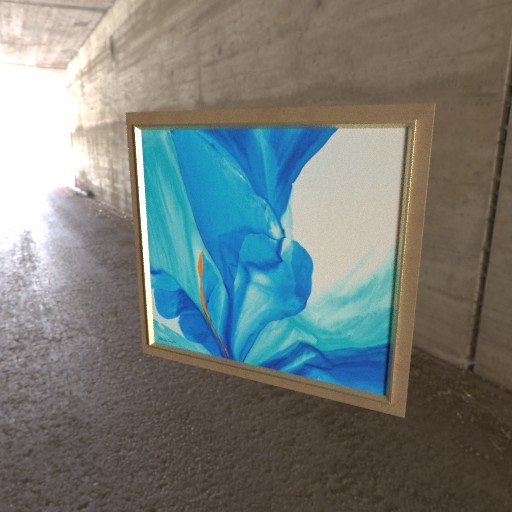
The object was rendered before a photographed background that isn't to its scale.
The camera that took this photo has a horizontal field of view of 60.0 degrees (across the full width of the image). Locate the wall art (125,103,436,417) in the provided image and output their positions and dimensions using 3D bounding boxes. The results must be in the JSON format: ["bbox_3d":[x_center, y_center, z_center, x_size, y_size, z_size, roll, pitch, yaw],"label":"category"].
[{"bbox_3d":[0.000,0.000,1.684,1.168,1.067,0.025,7,16,24],"label":"wall art"}]
